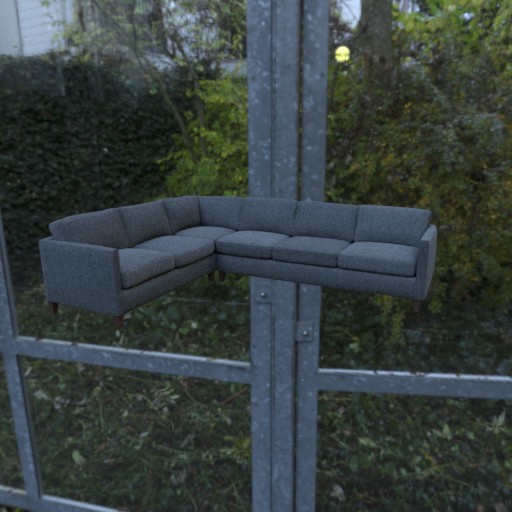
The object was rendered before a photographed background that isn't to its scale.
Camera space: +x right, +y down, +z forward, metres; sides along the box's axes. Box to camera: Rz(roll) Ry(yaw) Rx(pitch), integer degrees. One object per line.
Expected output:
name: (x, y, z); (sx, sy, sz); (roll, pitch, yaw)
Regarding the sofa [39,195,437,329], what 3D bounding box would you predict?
sofa: (0.000, 0.000, 4.574); (3.302, 0.947, 2.593); (7, 16, 25)
